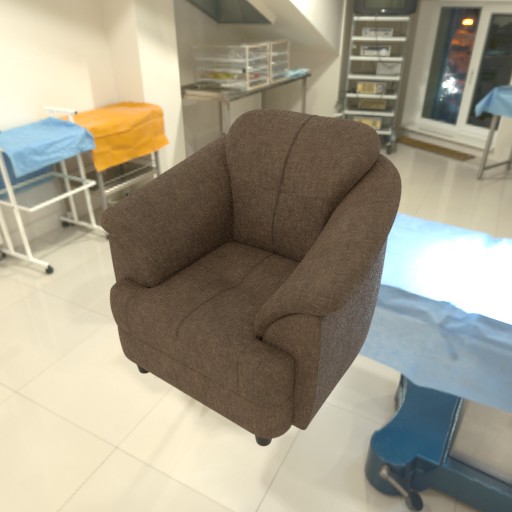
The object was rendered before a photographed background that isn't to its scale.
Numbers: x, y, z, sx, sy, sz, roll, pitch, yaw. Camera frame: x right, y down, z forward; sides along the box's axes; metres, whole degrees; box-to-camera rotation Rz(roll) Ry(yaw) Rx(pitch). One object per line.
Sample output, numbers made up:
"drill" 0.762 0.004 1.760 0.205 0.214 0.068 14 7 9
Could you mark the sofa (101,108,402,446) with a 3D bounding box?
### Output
"sofa" 0.000 0.000 1.505 0.870 0.811 0.794 19 35 30
